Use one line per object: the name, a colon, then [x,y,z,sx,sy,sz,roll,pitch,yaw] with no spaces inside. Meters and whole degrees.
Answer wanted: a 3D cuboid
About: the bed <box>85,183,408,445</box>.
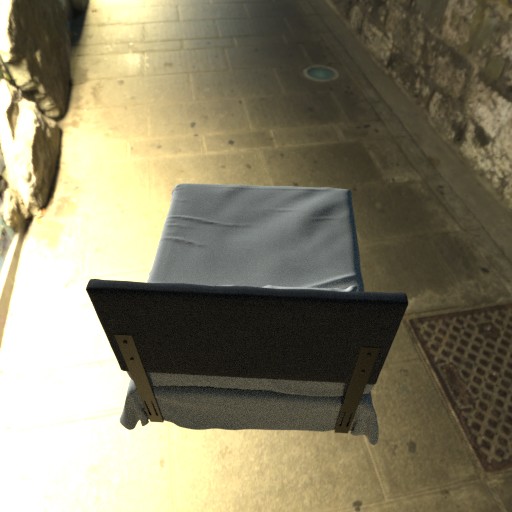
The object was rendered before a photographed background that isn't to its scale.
bed: [0.000,0.000,3.467,1.936,1.577,2.222,2,47,2]
